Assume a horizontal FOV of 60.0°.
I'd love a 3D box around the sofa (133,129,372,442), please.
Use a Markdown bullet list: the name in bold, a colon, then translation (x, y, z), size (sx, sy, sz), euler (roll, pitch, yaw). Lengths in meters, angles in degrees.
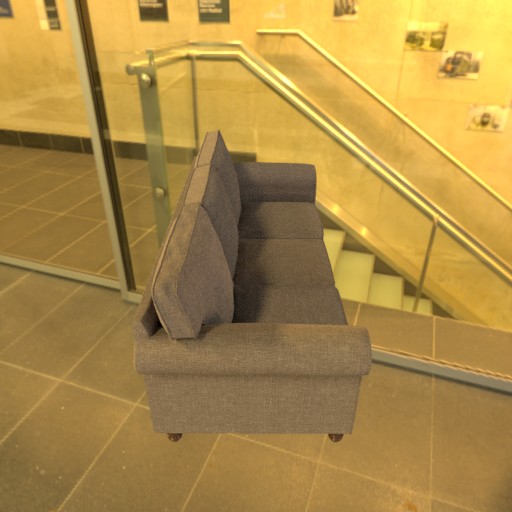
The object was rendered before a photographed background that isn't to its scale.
- **sofa**: translation (0.000, 0.000, 2.609), size (0.916, 0.961, 2.084), euler (0, 31, 0)
